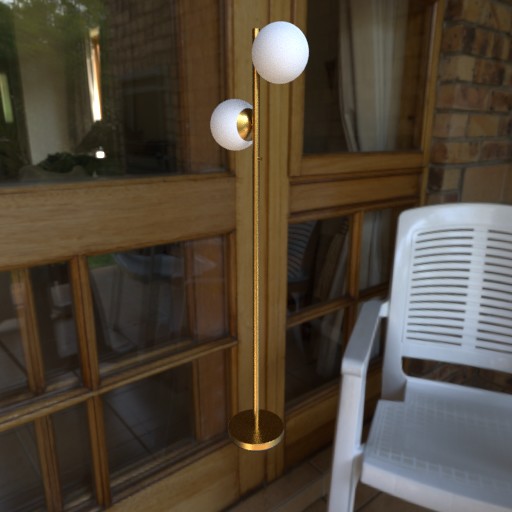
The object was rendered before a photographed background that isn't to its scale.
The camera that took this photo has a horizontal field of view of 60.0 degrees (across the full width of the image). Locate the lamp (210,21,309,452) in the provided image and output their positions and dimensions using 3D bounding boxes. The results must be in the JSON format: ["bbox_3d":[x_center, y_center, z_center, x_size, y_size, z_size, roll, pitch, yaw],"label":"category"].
[{"bbox_3d":[0.000,0.000,1.756,0.249,1.641,0.419,-15,21,-43],"label":"lamp"}]
